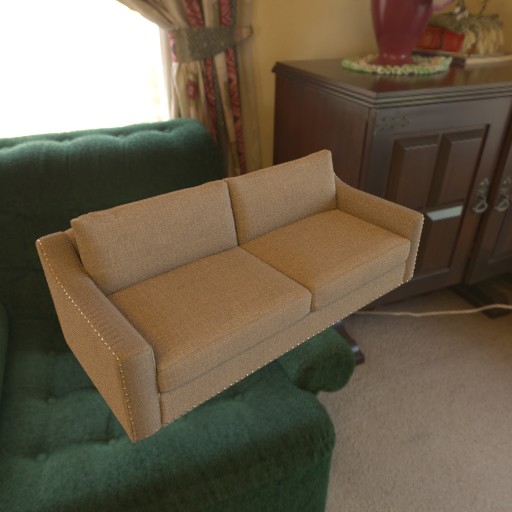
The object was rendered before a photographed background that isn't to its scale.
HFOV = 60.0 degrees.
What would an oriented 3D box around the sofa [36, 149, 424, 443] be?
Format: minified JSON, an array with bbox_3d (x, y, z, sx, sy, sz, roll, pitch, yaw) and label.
[{"bbox_3d":[0.000,0.000,2.748,2.208,0.857,1.000,-22,37,-33],"label":"sofa"}]
